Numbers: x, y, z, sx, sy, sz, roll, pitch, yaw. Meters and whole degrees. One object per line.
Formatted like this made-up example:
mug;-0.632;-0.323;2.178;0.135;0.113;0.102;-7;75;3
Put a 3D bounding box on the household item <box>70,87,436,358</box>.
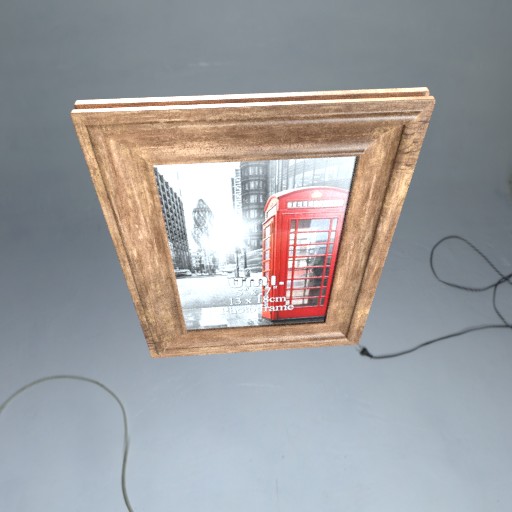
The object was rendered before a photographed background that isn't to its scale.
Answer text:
household item;0.000;0.000;0.316;0.186;0.237;0.018;-3;47;-3
